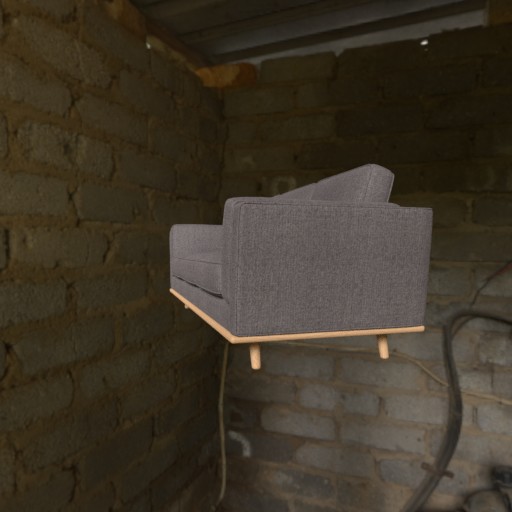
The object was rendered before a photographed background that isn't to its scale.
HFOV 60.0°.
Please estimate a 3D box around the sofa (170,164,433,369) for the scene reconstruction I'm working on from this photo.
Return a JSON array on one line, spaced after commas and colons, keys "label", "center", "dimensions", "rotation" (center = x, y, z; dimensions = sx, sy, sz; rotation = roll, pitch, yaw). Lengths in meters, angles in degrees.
[{"label": "sofa", "center": [0.000, 0.000, 2.850], "dimensions": [0.903, 0.899, 2.362], "rotation": [0, 1, -17]}]
